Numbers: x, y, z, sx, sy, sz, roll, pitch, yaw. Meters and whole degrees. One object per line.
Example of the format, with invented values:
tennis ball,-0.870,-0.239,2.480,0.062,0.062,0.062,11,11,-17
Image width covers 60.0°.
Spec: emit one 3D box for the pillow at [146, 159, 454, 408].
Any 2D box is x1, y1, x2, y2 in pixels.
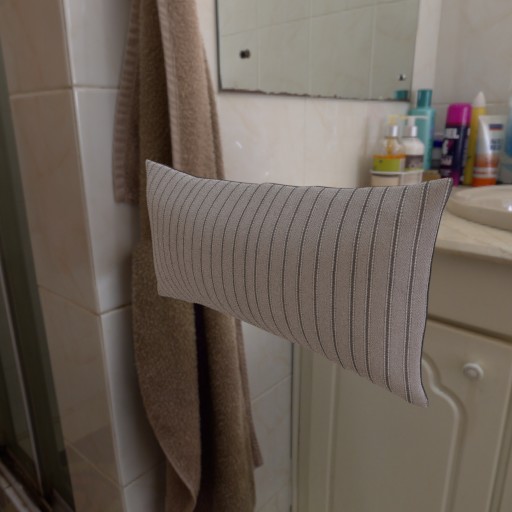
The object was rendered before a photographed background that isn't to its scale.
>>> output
pillow,0.000,0.000,0.733,0.609,0.305,0.151,15,22,42
